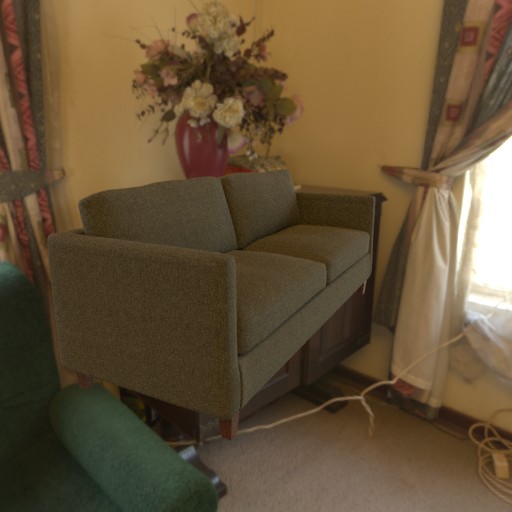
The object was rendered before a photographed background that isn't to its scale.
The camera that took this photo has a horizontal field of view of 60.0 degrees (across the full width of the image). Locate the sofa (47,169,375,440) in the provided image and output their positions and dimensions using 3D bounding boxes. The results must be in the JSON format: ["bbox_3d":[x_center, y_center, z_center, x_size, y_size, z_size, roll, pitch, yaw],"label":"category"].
[{"bbox_3d":[0.000,0.000,2.711,0.948,0.965,2.208,7,16,27],"label":"sofa"}]
